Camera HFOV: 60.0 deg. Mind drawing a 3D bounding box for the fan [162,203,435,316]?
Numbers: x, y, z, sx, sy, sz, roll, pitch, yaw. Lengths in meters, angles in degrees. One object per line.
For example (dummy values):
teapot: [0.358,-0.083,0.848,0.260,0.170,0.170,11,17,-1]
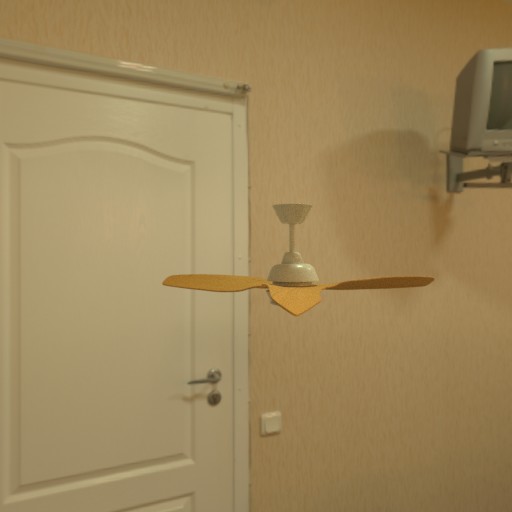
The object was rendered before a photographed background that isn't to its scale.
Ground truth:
fan: [0.000,0.000,1.649,1.010,0.355,1.142,0,0,35]
